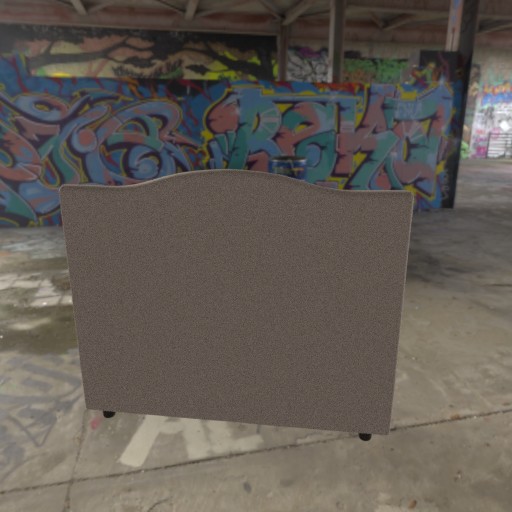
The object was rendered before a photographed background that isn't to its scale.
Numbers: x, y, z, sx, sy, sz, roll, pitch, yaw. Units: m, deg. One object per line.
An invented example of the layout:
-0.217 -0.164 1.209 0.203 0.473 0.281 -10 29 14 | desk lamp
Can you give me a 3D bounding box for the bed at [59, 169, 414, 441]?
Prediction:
0.000 0.000 3.311 1.753 1.460 2.143 2 16 7 | bed
